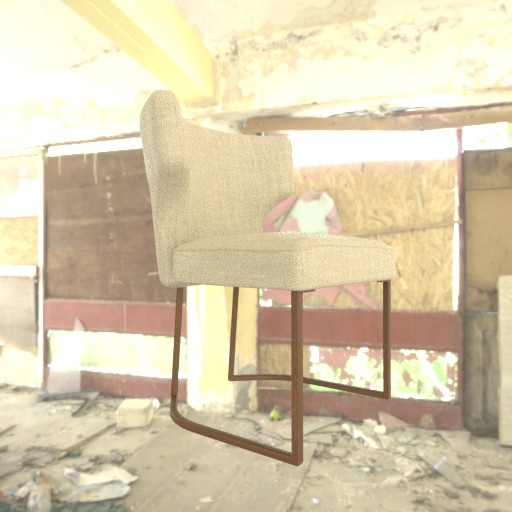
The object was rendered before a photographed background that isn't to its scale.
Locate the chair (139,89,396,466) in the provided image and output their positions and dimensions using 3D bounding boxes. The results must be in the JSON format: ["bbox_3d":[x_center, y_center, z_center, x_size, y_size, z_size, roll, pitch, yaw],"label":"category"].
[{"bbox_3d":[0.000,0.000,1.244,0.617,0.824,0.611,0,0,36],"label":"chair"}]
